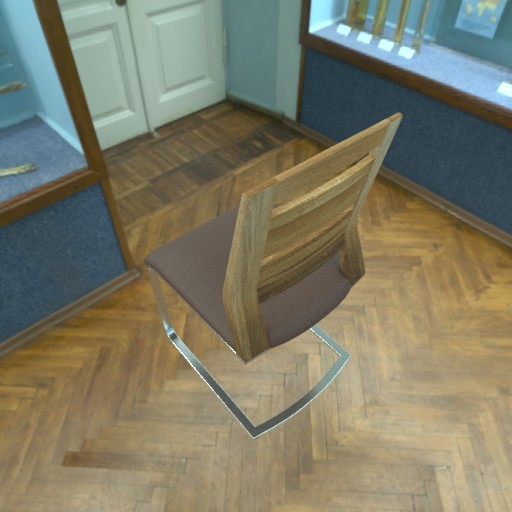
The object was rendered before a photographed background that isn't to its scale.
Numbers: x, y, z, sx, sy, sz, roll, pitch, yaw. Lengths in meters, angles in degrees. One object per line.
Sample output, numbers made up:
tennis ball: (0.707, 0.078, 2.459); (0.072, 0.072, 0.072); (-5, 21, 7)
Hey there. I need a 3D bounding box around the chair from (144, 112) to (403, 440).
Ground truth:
chair: (0.000, 0.000, 1.279); (0.460, 0.970, 0.570); (-31, 54, -27)
